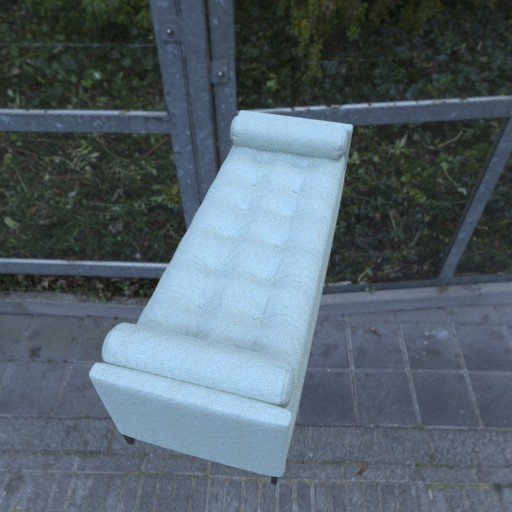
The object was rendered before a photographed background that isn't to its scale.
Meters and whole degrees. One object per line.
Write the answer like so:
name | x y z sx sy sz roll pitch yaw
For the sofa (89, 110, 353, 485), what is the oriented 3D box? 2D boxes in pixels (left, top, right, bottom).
sofa | 0.000 0.000 2.492 0.796 0.705 2.102 11 47 10
